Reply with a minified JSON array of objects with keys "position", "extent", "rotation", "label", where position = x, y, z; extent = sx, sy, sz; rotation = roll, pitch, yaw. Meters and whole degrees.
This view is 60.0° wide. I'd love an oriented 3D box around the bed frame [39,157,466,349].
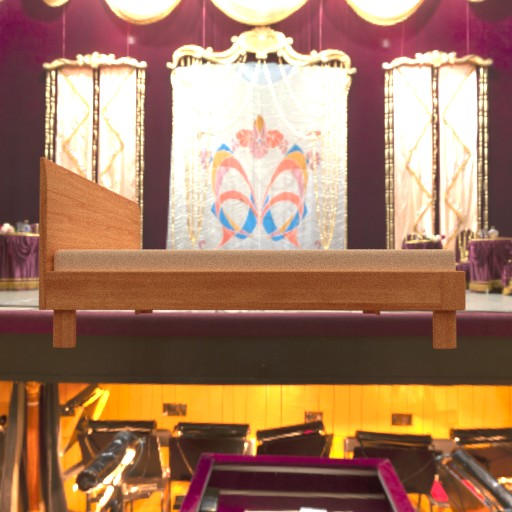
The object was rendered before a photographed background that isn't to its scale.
[{"position":[0.000,0.000,2.976],"extent":[2.092,0.940,1.660],"rotation":[0,-1,1],"label":"bed frame"}]
